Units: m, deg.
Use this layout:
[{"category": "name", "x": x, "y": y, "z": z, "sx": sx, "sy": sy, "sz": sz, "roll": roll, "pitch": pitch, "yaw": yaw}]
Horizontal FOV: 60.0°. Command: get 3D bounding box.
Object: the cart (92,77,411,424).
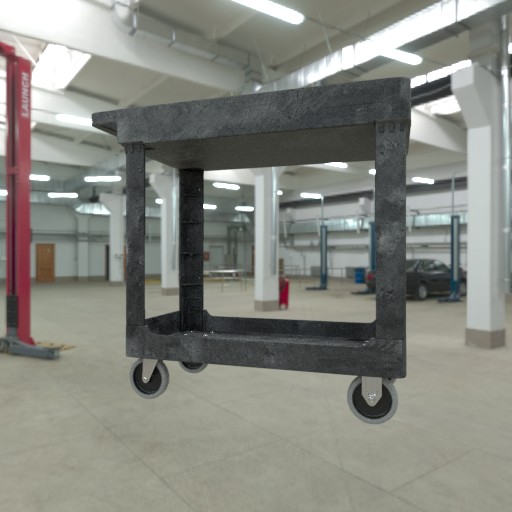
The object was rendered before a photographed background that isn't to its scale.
[{"category": "cart", "x": 0.000, "y": 0.000, "z": 1.339, "sx": 0.877, "sy": 0.824, "sz": 0.420, "roll": 0, "pitch": 0, "yaw": 18}]
